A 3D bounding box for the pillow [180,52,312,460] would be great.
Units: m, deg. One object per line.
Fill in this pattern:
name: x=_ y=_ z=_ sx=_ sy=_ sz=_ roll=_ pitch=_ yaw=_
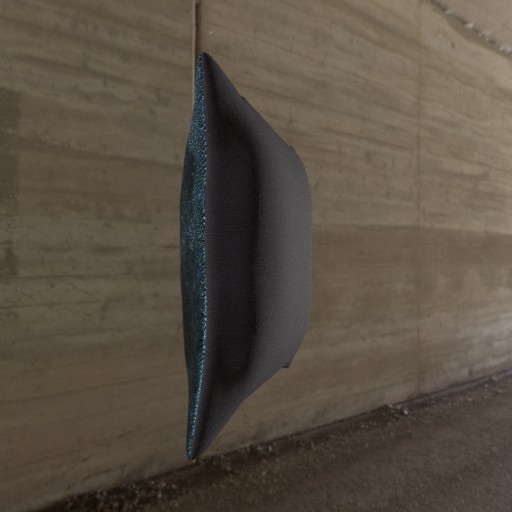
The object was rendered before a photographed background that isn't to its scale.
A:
pillow: x=0.000 y=0.000 z=0.655 sx=0.138 sy=0.430 sz=0.436 roll=0 pitch=0 yaw=17
